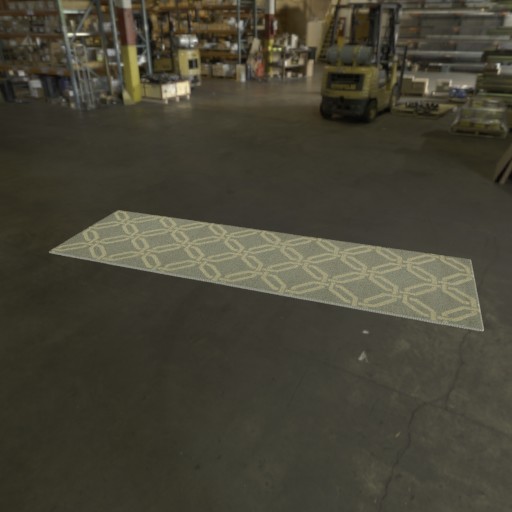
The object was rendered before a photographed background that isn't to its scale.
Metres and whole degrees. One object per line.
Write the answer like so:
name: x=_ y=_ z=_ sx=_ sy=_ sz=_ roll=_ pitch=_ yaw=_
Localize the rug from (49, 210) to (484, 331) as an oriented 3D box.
rug: x=0.000 y=0.000 z=2.489 sx=2.276 sy=0.014 sz=0.678 roll=9 pitch=29 yaw=17
